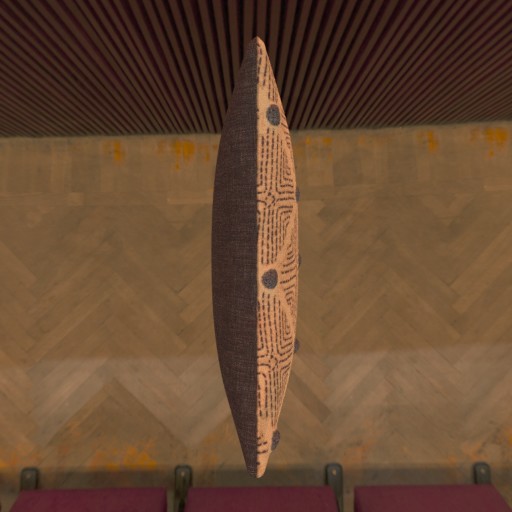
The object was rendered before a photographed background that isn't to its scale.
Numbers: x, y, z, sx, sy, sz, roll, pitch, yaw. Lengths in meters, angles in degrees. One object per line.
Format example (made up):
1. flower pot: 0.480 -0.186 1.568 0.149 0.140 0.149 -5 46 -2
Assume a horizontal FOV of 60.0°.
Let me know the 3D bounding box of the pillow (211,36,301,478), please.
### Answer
1. pillow: 0.000 0.000 0.756 0.145 0.510 0.510 0 91 -1
